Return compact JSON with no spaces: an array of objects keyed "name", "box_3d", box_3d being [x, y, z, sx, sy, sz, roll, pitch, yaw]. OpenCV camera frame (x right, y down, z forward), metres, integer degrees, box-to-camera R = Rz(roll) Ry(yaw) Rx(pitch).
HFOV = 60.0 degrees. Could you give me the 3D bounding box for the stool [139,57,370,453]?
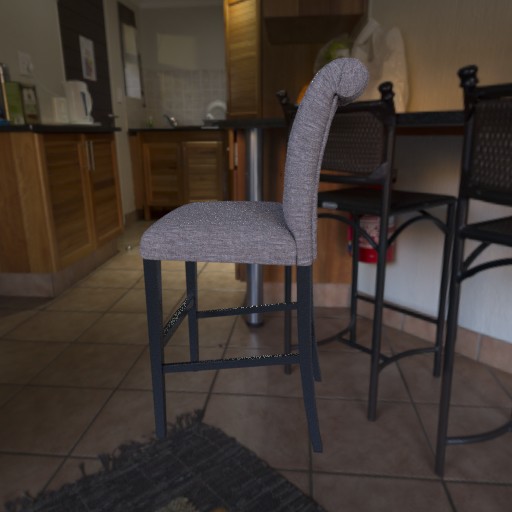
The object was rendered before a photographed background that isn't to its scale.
[{"name":"stool","box_3d":[0.000,0.000,1.437,0.613,1.131,0.452,2,17,7]}]
